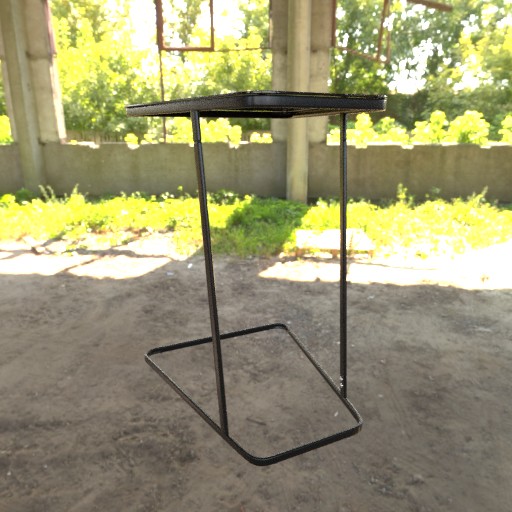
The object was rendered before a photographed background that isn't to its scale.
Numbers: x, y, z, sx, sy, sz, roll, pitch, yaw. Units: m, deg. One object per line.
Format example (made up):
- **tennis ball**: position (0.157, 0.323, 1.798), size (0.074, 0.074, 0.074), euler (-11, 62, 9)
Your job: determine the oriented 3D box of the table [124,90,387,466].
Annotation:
- **table**: position (0.000, 0.000, 0.952), size (0.427, 0.624, 0.500), euler (-8, 17, -25)
